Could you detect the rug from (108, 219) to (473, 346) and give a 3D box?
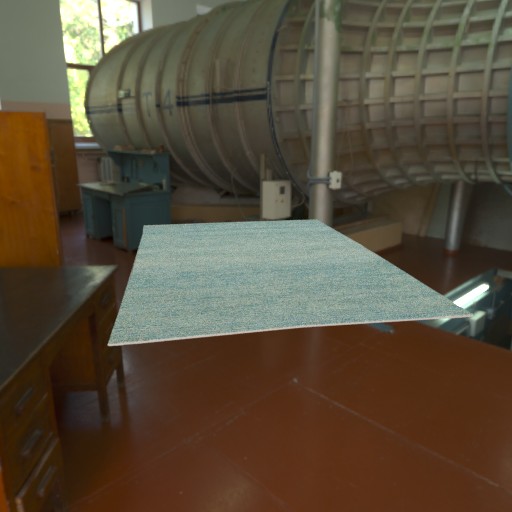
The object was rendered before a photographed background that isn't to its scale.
[{"bbox_3d":[0.000,0.000,2.950,1.593,0.029,2.305,-3,16,-10],"label":"rug"}]
